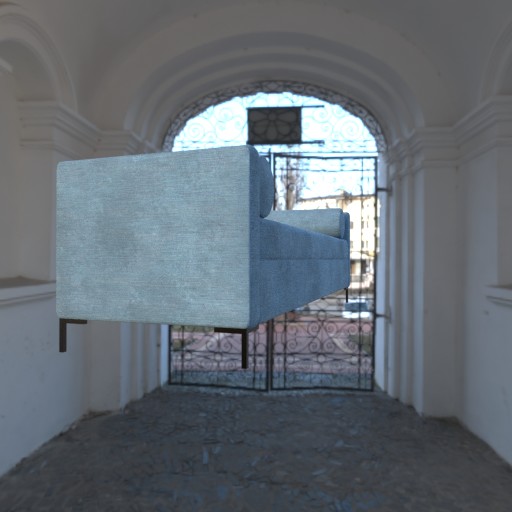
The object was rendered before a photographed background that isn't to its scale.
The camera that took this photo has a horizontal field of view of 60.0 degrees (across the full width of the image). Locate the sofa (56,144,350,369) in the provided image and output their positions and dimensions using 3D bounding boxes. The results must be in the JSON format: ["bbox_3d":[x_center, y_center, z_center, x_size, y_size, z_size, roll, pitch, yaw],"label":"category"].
[{"bbox_3d":[0.000,0.000,2.257,0.686,0.635,1.981,0,0,20],"label":"sofa"}]
